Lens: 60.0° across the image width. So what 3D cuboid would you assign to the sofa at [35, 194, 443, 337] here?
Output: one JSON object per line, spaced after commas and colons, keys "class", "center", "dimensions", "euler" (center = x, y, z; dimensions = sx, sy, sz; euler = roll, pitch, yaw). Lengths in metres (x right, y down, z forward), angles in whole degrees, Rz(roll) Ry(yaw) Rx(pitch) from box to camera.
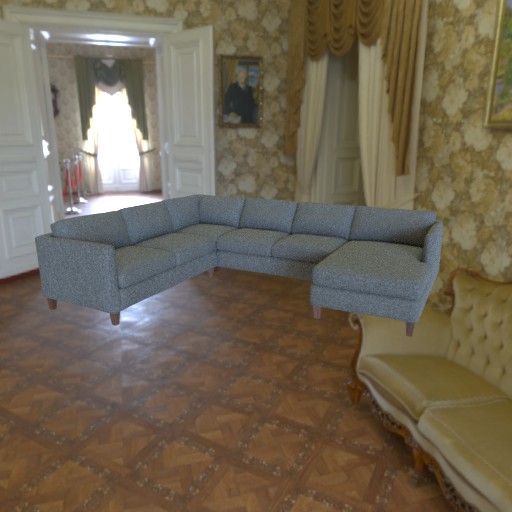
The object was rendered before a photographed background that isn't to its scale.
{"class": "sofa", "center": [0.000, 0.000, 4.415], "dimensions": [3.238, 0.853, 2.551], "euler": [8, 17, 26]}
